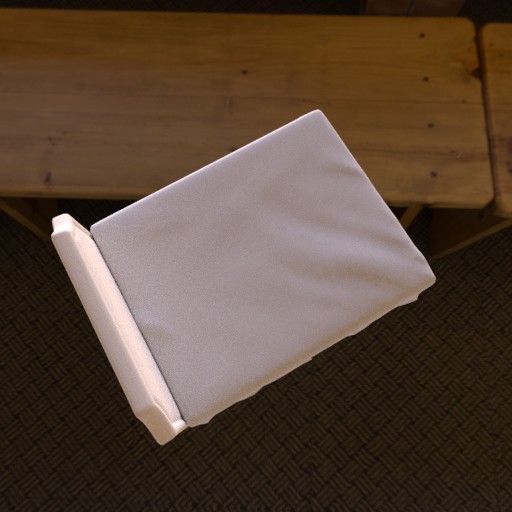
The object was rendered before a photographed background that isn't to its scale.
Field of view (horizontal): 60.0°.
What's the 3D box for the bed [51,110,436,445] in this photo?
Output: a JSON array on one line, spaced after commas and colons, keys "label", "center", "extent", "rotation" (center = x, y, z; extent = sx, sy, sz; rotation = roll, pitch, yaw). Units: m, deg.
[{"label": "bed", "center": [0.000, 0.000, 3.666], "extent": [2.498, 1.293, 1.977], "rotation": [-29, 77, -7]}]
